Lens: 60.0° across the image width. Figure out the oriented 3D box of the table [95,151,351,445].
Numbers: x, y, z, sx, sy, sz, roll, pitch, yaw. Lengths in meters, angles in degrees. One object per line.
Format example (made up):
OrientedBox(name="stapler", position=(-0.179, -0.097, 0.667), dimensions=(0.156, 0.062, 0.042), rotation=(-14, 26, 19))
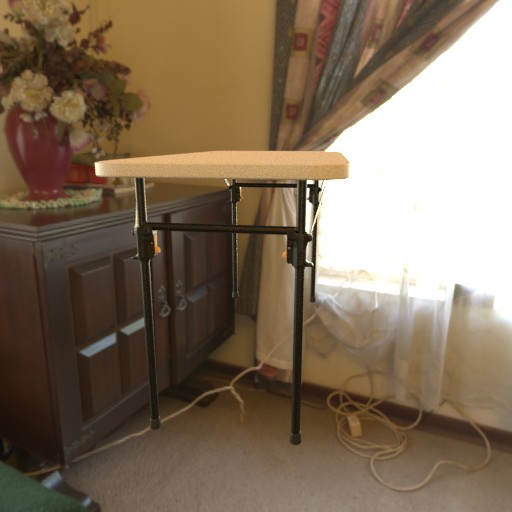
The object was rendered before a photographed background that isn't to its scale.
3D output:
OrientedBox(name="table", position=(0.000, 0.000, 1.638), dimensions=(0.610, 0.729, 1.219), rotation=(2, 15, 9))
